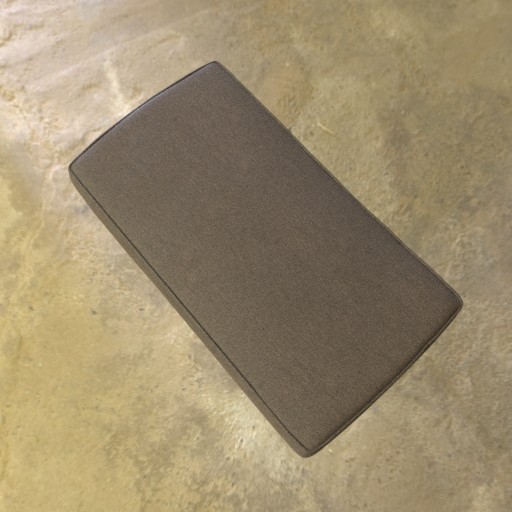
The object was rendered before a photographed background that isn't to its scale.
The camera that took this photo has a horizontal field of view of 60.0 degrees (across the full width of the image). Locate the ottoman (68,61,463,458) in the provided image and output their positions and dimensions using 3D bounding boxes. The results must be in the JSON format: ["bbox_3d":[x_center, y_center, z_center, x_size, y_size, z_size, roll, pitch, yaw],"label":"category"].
[{"bbox_3d":[0.000,0.000,1.161,0.490,0.448,0.864,-40,78,-11],"label":"ottoman"}]
